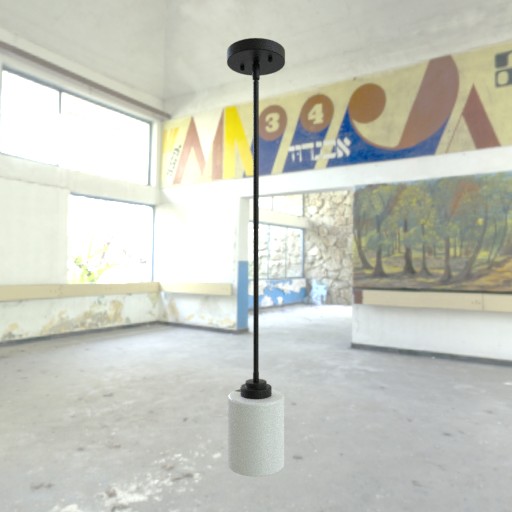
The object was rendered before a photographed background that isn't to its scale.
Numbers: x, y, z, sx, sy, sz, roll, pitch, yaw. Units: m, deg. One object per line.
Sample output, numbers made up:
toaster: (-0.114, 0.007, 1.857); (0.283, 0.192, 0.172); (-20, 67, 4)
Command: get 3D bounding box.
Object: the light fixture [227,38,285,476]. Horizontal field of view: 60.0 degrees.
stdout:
light fixture: (0.000, 0.000, 0.932); (0.123, 0.863, 0.123); (-1, -2, 34)
